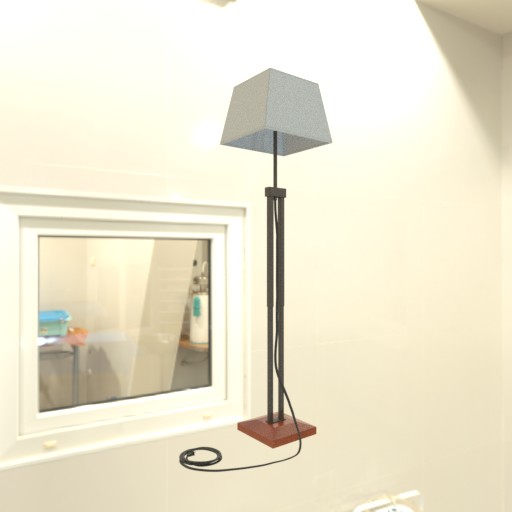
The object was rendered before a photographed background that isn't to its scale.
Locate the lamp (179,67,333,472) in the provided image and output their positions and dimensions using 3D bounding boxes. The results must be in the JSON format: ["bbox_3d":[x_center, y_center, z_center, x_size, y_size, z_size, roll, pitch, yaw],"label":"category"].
[{"bbox_3d":[0.000,0.000,2.020,0.745,1.712,0.472,0,0,-37],"label":"lamp"}]
